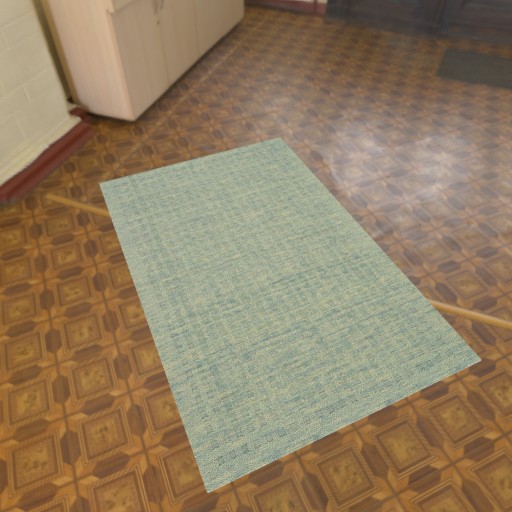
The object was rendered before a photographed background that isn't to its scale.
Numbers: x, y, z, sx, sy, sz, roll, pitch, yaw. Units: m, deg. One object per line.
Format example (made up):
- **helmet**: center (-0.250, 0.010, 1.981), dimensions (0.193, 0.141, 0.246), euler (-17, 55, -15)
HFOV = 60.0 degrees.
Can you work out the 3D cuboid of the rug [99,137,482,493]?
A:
- **rug**: center (0.000, 0.000, 2.119), dimensions (1.142, 0.006, 1.752), euler (-18, 50, -17)
